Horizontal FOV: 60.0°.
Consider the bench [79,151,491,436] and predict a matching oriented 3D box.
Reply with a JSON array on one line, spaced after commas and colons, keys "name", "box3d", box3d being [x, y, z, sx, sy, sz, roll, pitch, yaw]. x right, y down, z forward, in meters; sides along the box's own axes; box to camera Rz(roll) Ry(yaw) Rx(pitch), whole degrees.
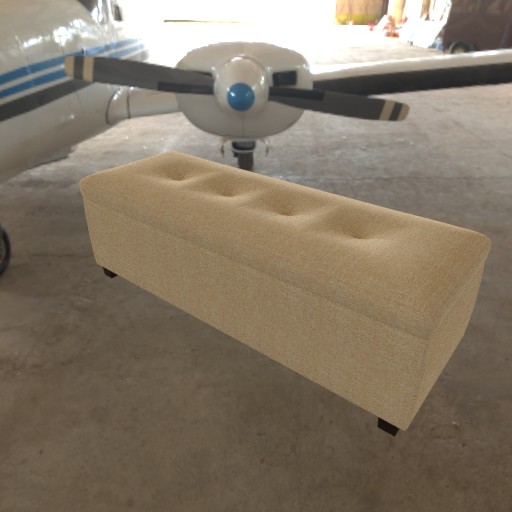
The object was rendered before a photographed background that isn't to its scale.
[{"name": "bench", "box3d": [0.000, 0.000, 1.402, 1.219, 0.406, 0.432, 22, 36, 33]}]
